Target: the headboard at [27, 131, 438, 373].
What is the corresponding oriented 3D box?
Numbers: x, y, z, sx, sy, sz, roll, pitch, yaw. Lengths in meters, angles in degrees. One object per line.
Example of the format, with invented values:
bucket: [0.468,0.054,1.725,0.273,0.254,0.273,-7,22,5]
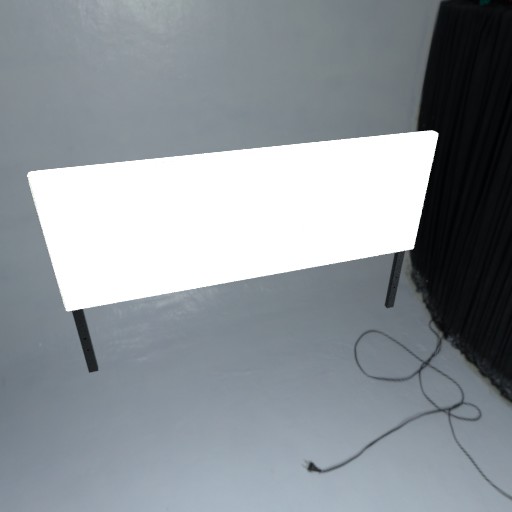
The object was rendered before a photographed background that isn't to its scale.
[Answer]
headboard: [0.000,0.000,2.846,2.362,1.410,0.120,-10,33,-15]
